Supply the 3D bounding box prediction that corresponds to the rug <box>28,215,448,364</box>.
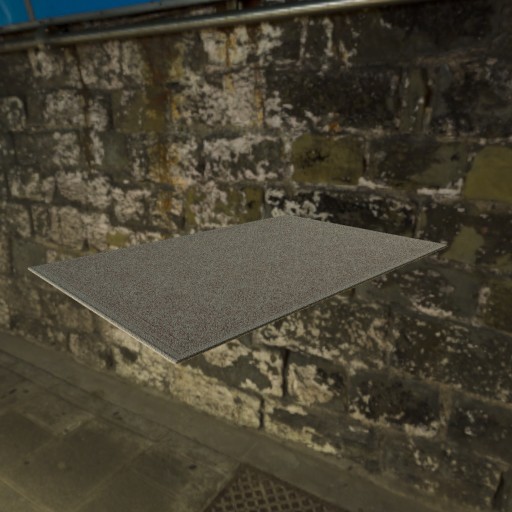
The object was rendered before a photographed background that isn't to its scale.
[{"bbox_3d":[0.000,0.000,2.287,1.829,0.010,1.219,-16,23,-42],"label":"rug"}]
